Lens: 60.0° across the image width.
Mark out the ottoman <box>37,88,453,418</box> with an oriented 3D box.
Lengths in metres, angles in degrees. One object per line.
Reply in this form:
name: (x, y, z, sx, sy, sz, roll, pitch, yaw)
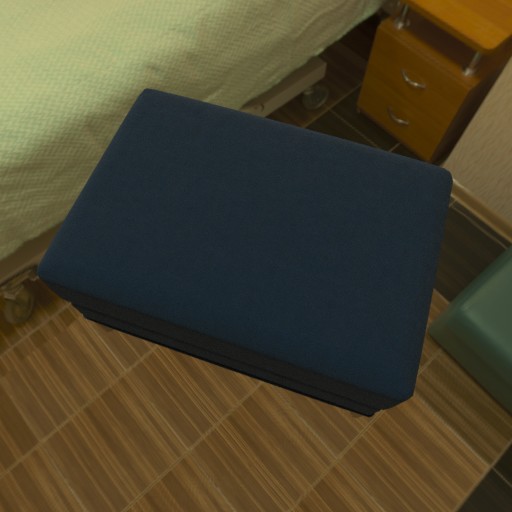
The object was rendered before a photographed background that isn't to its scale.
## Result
ottoman: (0.000, 0.000, 1.194, 0.835, 0.498, 0.587, 17, 67, 8)
